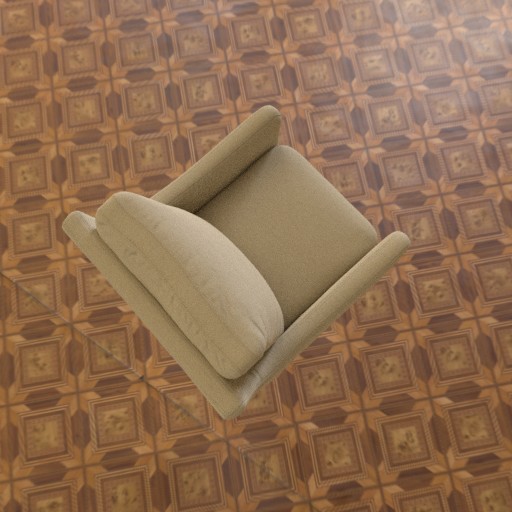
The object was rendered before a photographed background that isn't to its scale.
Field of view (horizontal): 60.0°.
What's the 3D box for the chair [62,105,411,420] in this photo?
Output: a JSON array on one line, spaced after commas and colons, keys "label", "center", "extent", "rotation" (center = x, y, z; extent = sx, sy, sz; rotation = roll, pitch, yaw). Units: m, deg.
[{"label": "chair", "center": [0.000, 0.000, 1.398], "extent": [0.694, 0.914, 0.626], "rotation": [-42, 80, -9]}]
